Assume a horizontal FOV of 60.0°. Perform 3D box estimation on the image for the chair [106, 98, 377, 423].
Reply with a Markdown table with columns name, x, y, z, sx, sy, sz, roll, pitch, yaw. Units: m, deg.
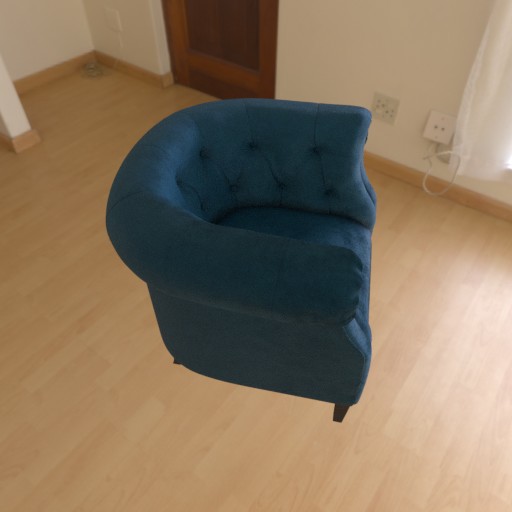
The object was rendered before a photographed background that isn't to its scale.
| name | x | y | z | sx | sy | sz | roll | pitch | yaw |
| --- | --- | --- | --- | --- | --- | --- | --- | --- | --- |
| chair | 0.000 | 0.000 | 1.586 | 0.851 | 0.826 | 0.904 | 9 | 47 | 8 |
